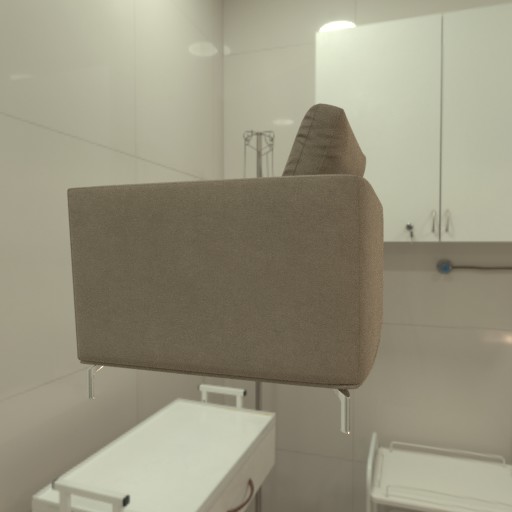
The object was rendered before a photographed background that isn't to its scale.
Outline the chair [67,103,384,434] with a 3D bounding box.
[{"bbox_3d":[0.000,0.000,1.649,0.889,0.864,1.041,0,2,18],"label":"chair"}]
